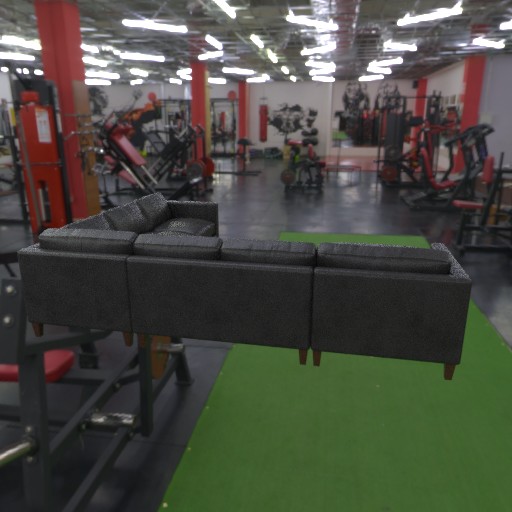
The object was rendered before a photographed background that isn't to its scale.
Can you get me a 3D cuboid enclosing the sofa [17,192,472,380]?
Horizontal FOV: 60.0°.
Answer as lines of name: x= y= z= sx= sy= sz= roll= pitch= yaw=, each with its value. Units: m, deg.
sofa: x=0.000 y=0.000 z=4.362 sx=3.324 sy=0.891 sz=2.452 roll=3 pitch=17 yaw=11
